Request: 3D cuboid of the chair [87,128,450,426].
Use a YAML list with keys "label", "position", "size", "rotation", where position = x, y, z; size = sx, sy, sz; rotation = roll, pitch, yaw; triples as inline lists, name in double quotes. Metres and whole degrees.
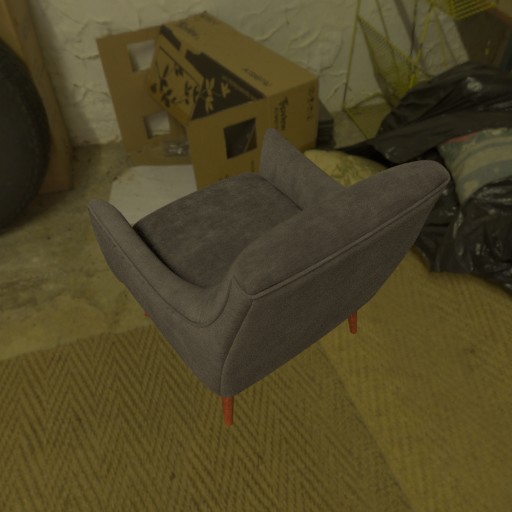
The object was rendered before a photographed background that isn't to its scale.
- label: "chair"
  position: [0.000, 0.000, 1.420]
  size: [0.762, 0.838, 0.787]
  rotation: [-29, 52, -25]
